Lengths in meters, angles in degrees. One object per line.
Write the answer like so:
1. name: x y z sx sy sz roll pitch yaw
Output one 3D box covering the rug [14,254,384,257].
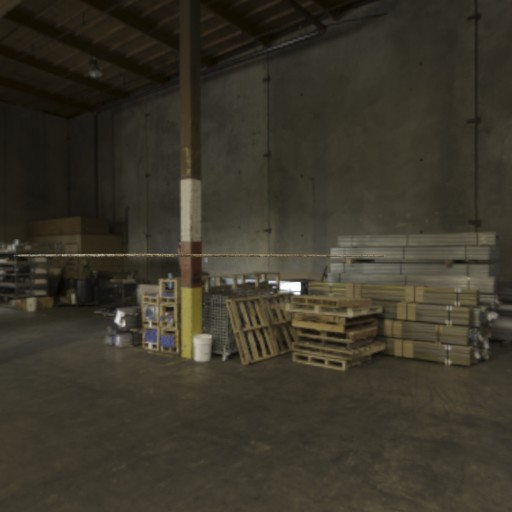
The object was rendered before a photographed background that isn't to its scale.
1. rug: 0.000 0.000 2.843 0.762 0.011 2.664 0 0 37
